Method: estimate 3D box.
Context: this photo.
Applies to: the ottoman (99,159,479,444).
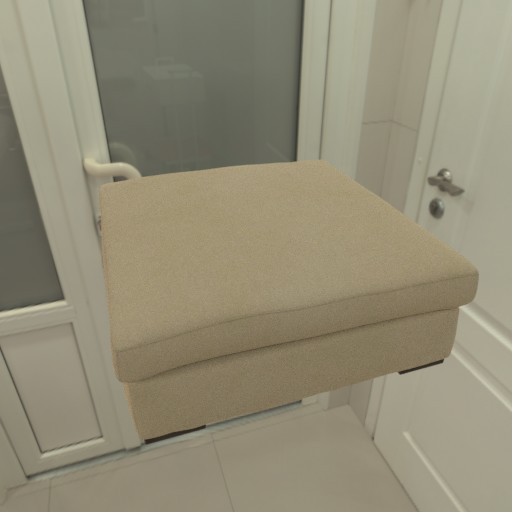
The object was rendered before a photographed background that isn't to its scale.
[{"bbox_3d":[0.000,0.000,1.845,1.190,0.522,1.205,-10,32,-16],"label":"ottoman"}]
